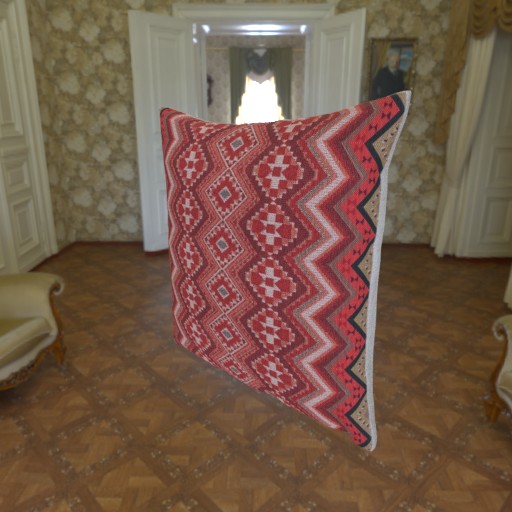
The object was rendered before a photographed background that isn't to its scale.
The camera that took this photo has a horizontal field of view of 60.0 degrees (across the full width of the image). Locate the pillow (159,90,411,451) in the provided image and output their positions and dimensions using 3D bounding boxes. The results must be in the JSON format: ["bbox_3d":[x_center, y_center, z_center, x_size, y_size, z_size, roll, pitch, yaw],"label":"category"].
[{"bbox_3d":[0.000,0.000,0.765,0.513,0.511,0.158,16,23,42],"label":"pillow"}]
